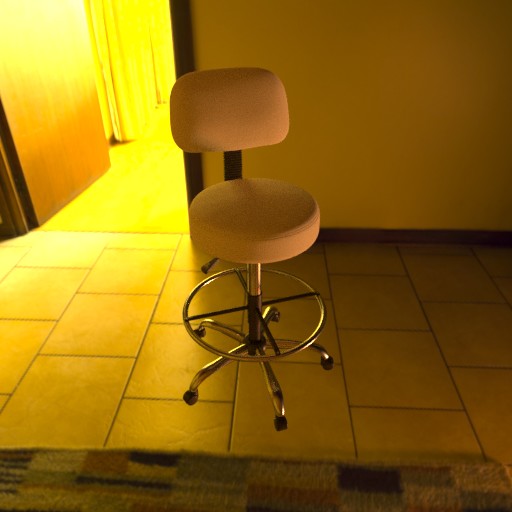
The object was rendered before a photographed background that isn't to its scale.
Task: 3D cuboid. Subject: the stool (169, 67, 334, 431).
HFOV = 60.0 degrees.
[{"bbox_3d":[0.000,0.000,1.482,0.609,1.080,0.616,-10,34,-15],"label":"stool"}]
